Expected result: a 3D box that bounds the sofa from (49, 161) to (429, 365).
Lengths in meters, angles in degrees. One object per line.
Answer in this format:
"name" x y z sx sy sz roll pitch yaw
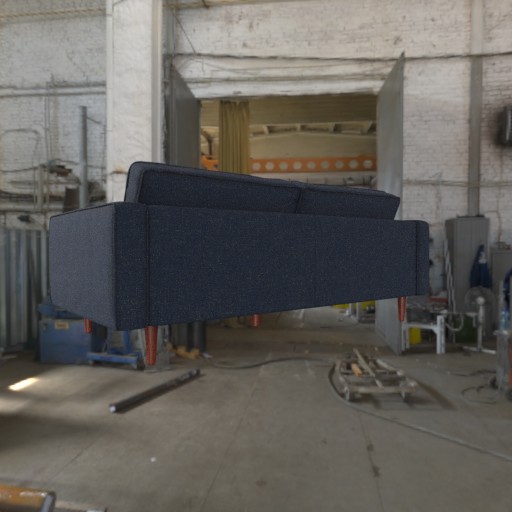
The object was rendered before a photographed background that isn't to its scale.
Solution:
"sofa" 0.000 0.000 2.374 1.880 0.762 0.914 -1 2 -38
